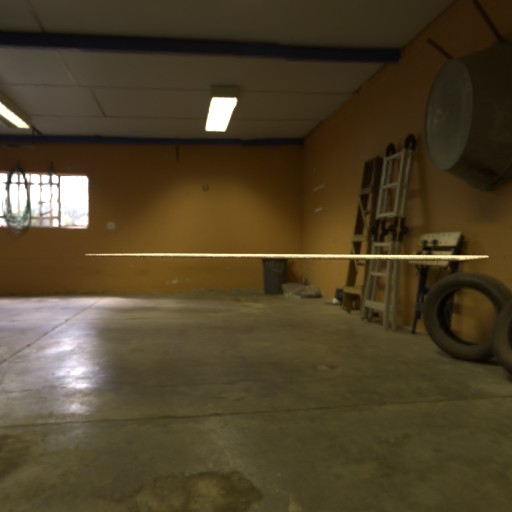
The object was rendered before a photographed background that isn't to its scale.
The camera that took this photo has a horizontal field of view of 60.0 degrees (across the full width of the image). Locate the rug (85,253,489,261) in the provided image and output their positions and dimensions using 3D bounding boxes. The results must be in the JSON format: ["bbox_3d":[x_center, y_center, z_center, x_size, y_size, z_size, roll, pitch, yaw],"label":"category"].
[{"bbox_3d":[0.000,0.000,2.540,2.289,0.013,0.691,1,1,36],"label":"rug"}]
